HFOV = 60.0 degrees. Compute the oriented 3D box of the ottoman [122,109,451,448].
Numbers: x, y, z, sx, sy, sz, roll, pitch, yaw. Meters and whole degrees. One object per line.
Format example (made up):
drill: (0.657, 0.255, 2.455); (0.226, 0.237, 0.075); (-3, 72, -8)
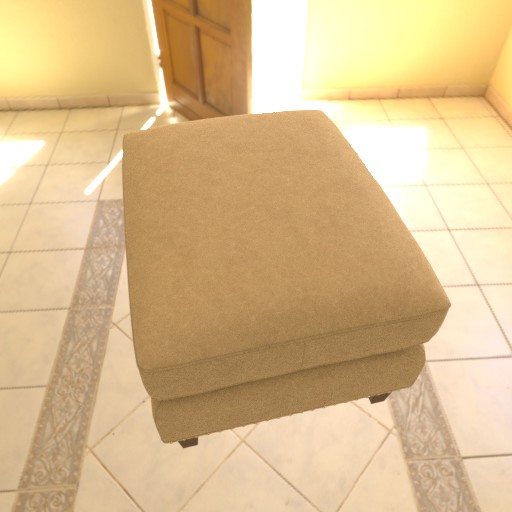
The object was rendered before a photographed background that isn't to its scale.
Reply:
ottoman: (0.000, 0.000, 1.125); (0.584, 0.513, 0.741); (-10, 48, -9)
